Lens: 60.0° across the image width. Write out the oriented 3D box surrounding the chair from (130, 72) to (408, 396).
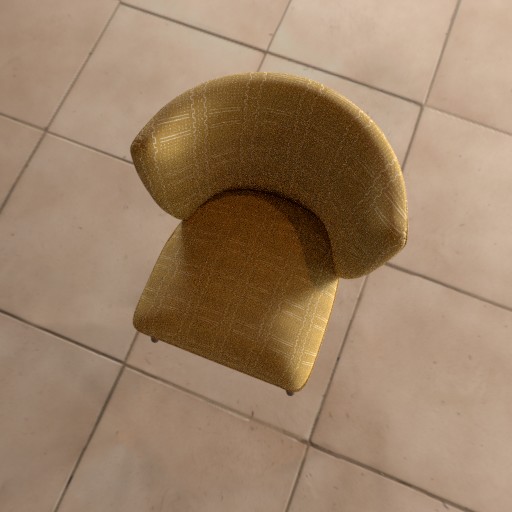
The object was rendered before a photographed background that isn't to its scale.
[{"bbox_3d":[0.000,0.000,1.430,0.706,0.866,0.758,20,76,5],"label":"chair"}]
